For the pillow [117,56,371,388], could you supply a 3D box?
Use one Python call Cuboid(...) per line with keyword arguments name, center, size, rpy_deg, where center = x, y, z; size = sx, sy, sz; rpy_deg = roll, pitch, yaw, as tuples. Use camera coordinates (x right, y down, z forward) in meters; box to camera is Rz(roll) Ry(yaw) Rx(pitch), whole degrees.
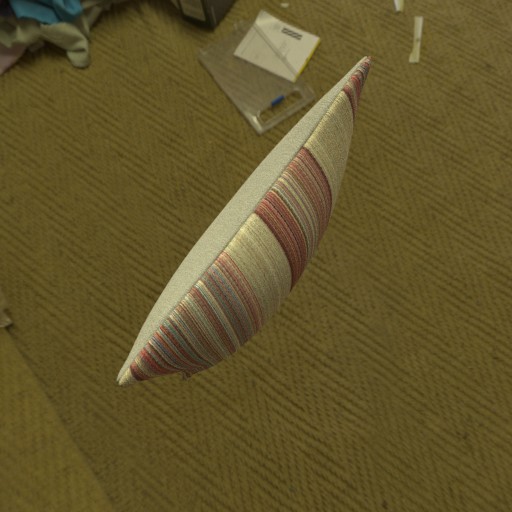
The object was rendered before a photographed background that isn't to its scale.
Cuboid(name="pillow", center=(0.000, 0.000, 0.640), size=(0.136, 0.419, 0.437), rpy_deg=(35, 78, 9))
